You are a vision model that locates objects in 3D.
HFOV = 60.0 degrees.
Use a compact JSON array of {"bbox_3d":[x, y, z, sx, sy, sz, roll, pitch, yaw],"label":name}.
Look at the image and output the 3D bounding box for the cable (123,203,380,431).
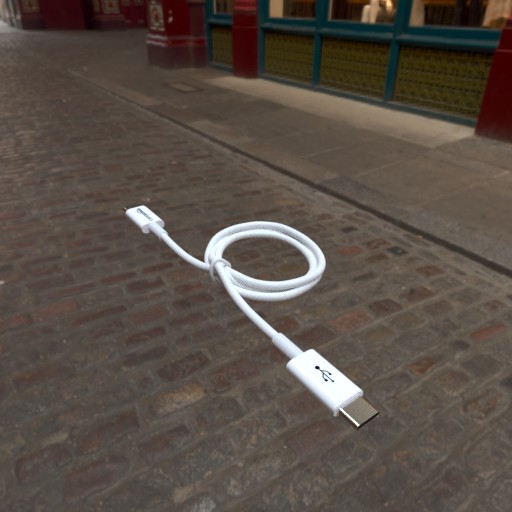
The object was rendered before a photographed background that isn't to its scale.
[{"bbox_3d":[0.000,0.000,0.228,0.070,0.014,0.203,-21,37,-30],"label":"cable"}]
